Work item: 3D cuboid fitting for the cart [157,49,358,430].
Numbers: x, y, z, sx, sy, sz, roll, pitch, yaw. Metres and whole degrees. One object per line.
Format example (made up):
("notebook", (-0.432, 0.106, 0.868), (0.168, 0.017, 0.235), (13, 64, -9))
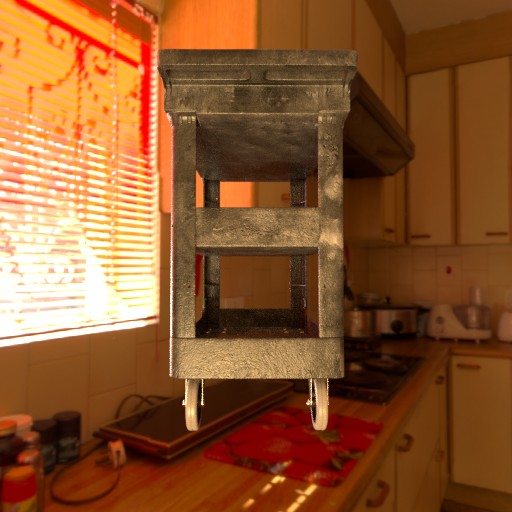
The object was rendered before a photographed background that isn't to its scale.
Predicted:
("cart", (0.000, 0.000, 1.329), (0.420, 0.824, 0.877), (0, -2, 0))
